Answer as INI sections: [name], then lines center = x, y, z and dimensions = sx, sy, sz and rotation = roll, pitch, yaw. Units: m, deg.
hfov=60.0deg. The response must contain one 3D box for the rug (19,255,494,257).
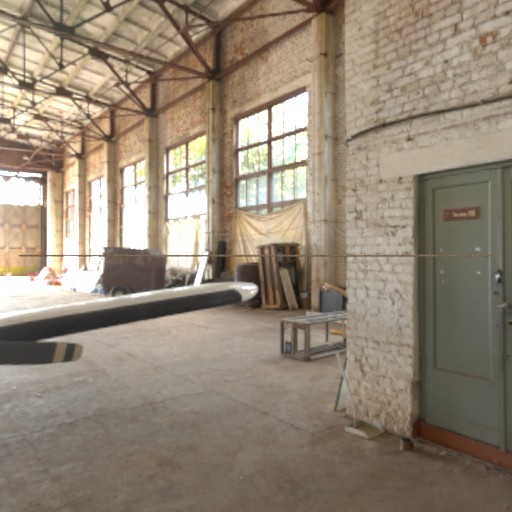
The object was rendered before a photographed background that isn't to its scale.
[rug]
center = 0.000, 0.000, 2.203
dimensions = 1.752, 0.006, 1.142
rotation = 0, 0, -1
